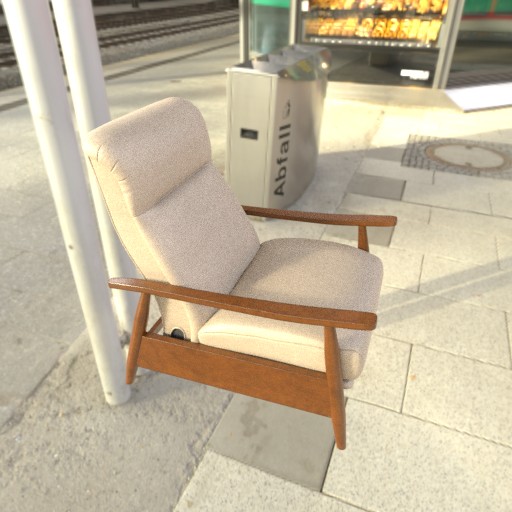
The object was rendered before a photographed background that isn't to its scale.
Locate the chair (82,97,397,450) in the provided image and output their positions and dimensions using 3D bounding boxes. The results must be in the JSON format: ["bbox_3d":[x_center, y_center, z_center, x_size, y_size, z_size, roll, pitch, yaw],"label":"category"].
[{"bbox_3d":[0.000,0.000,1.805,1.030,1.082,0.762,11,34,17],"label":"chair"}]
